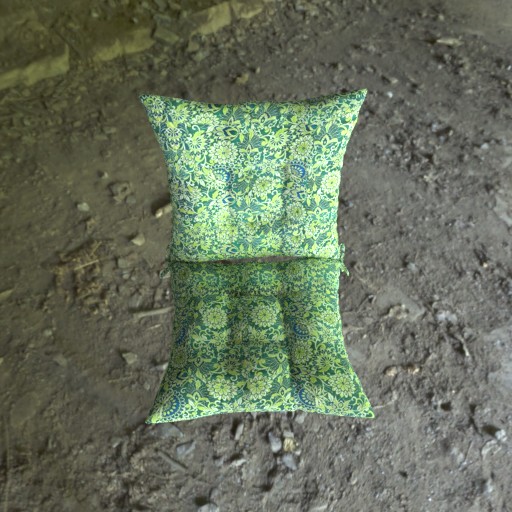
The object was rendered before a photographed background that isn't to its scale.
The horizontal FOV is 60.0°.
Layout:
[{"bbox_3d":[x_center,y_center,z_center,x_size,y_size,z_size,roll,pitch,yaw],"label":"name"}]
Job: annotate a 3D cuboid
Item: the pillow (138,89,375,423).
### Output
[{"bbox_3d":[0.000,0.000,1.002,0.541,0.536,0.585,-1,48,-1],"label":"pillow"}]
